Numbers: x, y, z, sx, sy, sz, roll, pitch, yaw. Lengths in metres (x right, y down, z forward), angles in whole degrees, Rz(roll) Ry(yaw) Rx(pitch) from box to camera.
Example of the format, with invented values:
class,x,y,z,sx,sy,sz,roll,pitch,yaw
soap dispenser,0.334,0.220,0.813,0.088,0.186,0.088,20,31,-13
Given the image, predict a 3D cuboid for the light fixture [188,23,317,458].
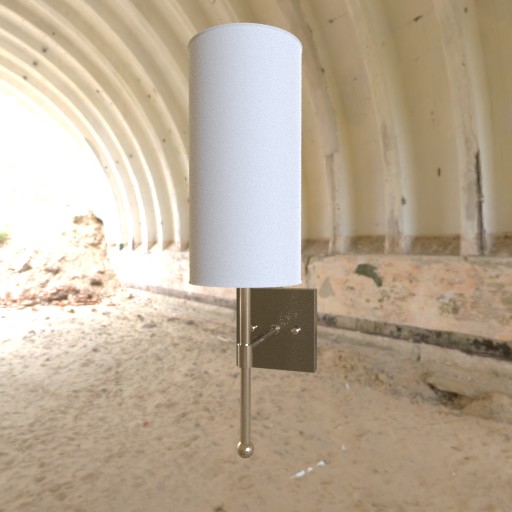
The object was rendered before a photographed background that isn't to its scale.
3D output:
class,x,y,z,sx,sy,sz,roll,pitch,yaw
light fixture,0.000,0.000,0.542,0.128,0.462,0.208,0,2,18
